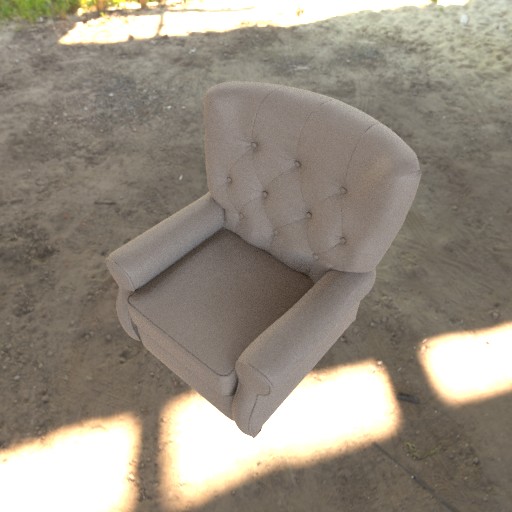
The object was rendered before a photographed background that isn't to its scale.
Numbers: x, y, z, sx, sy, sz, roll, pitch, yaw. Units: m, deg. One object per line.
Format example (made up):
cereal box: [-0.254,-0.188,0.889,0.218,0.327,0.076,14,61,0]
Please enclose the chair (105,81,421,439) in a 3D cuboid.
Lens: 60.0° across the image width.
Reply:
chair: [0.000,0.000,1.931,0.999,1.138,1.041,31,53,27]
